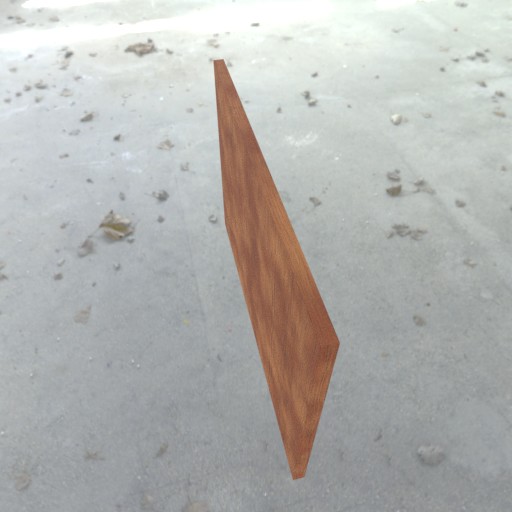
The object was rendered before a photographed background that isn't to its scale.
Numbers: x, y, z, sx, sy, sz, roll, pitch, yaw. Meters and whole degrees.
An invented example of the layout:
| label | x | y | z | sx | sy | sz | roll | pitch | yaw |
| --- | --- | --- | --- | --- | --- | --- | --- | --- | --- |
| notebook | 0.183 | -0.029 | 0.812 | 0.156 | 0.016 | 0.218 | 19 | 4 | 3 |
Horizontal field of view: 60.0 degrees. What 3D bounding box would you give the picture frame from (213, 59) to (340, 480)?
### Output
| label | x | y | z | sx | sy | sz | roll | pitch | yaw |
| --- | --- | --- | --- | --- | --- | --- | --- | --- | --- |
| picture frame | 0.000 | 0.000 | 1.184 | 0.029 | 0.640 | 0.950 | -10 | 49 | -9 |
